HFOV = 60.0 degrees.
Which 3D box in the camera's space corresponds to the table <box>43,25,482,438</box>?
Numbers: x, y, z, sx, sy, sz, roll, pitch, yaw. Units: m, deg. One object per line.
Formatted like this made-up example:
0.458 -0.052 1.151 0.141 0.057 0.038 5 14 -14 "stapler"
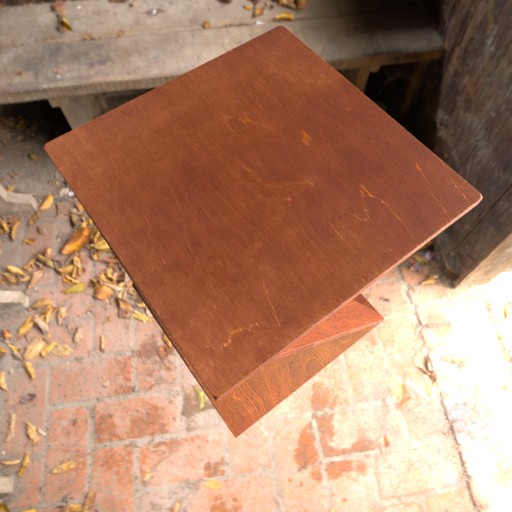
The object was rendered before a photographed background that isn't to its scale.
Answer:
0.000 0.000 0.832 0.427 0.520 0.427 -34 68 -16 "table"
